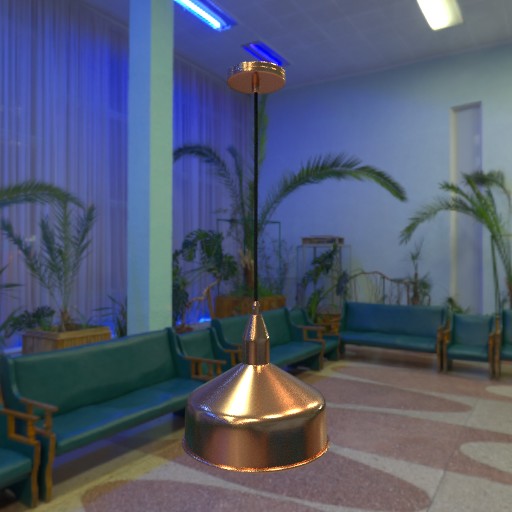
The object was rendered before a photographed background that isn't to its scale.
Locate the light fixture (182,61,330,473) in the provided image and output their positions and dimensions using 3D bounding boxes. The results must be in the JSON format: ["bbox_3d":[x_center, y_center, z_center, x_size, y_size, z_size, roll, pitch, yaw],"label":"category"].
[{"bbox_3d":[0.000,0.000,0.916,0.301,0.754,0.301,-1,-1,36],"label":"light fixture"}]
